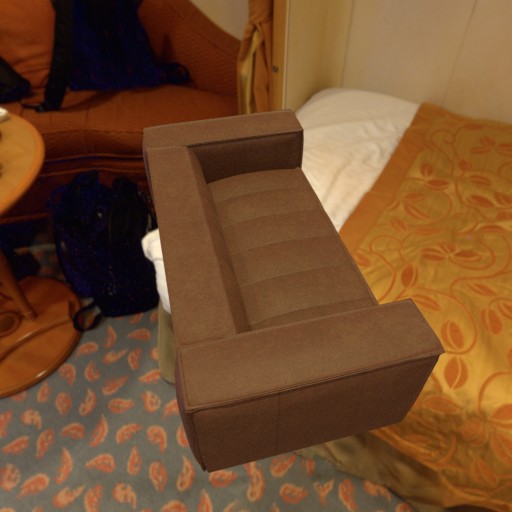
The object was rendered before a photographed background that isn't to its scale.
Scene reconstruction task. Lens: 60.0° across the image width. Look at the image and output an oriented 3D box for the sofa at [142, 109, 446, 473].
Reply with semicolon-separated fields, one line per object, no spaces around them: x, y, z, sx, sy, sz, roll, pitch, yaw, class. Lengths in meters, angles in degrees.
0.000;0.000;2.589;1.102;0.703;2.088;-10;47;-10;sofa
